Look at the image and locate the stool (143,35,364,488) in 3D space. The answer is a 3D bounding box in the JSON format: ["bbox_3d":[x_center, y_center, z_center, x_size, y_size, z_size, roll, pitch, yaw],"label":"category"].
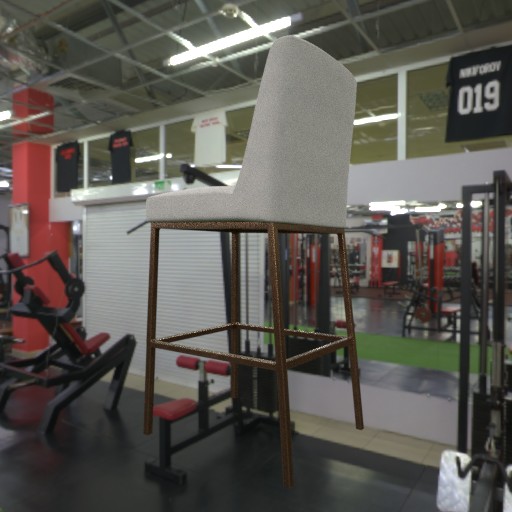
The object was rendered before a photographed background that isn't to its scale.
[{"bbox_3d":[0.000,0.000,1.366,0.546,1.084,0.462,0,1,36],"label":"stool"}]
